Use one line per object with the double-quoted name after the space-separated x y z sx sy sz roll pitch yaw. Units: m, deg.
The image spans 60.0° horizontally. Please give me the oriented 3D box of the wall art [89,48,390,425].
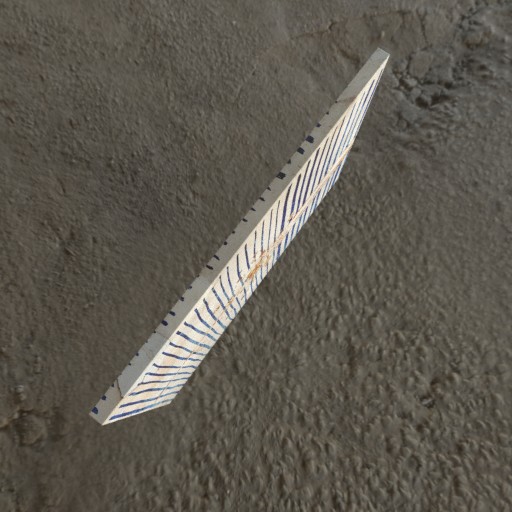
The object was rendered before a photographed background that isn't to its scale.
0.000 0.000 1.419 0.038 0.757 1.143 35 78 9 "wall art"
